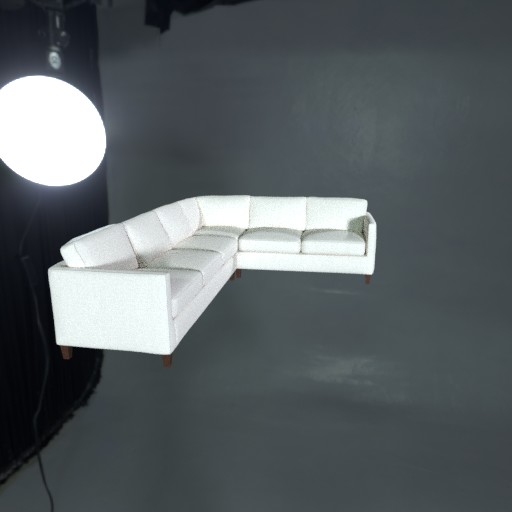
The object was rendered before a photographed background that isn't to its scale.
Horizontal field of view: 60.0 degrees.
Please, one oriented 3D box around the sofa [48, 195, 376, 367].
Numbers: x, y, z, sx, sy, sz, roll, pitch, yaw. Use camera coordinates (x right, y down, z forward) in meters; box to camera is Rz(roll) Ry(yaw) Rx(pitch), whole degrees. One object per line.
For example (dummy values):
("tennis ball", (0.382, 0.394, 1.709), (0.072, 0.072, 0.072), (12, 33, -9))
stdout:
("sofa", (0.000, 0.000, 4.599), (2.593, 0.947, 3.302), (2, 14, 9))
